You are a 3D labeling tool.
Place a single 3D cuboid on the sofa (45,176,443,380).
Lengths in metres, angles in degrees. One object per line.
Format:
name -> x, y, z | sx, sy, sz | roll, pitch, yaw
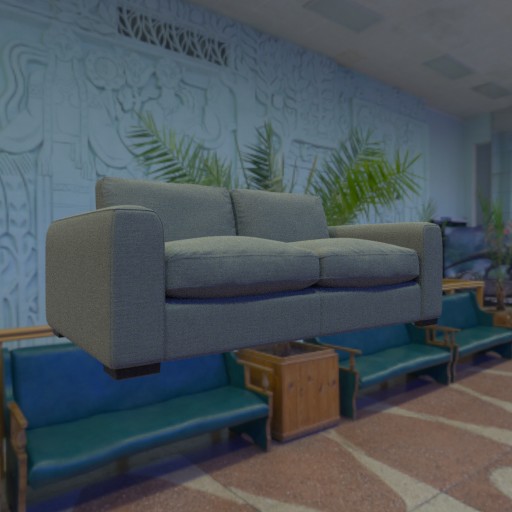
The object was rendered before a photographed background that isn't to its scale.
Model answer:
sofa -> 0.000, 0.000, 2.399 | 1.920, 0.800, 1.069 | -1, 1, -36
